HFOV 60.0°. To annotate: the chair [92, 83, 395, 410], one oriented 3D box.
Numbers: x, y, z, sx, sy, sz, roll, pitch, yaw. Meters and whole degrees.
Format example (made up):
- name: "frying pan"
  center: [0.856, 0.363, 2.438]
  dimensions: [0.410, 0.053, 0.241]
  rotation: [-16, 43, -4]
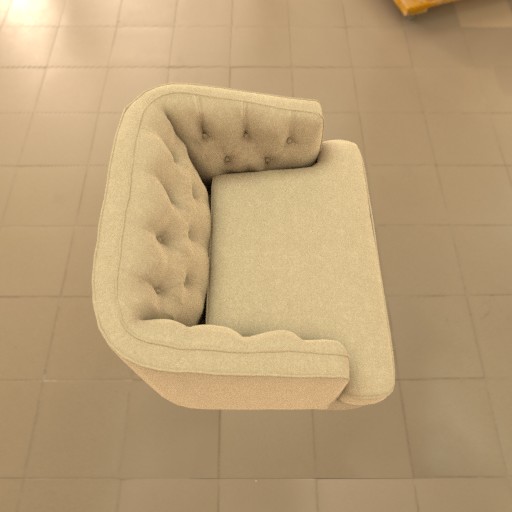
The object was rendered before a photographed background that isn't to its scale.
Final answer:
- name: "chair"
  center: [0.000, 0.000, 1.721]
  dimensions: [0.941, 0.852, 1.104]
  rotation: [-1, 63, 0]
